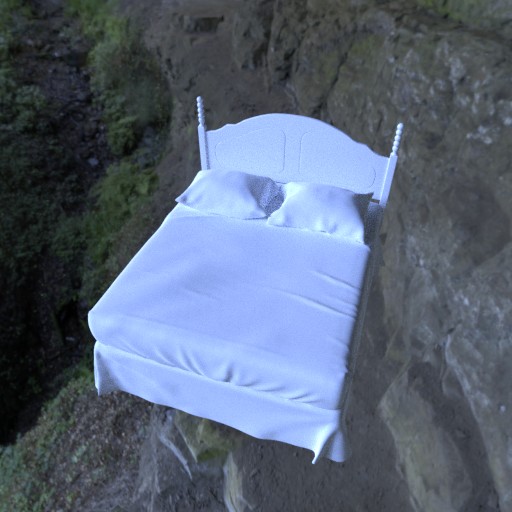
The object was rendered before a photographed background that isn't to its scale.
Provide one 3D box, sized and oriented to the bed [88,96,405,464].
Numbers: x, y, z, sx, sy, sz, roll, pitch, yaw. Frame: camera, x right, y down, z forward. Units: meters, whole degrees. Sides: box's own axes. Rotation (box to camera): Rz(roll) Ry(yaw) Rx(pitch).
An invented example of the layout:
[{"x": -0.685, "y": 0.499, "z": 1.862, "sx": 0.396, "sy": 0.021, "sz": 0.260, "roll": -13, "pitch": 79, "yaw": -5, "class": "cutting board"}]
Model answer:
[{"x": 0.000, "y": 0.000, "z": 3.159, "sx": 1.873, "sy": 1.356, "sz": 2.040, "roll": 12, "pitch": 43, "yaw": 14, "class": "bed"}]
